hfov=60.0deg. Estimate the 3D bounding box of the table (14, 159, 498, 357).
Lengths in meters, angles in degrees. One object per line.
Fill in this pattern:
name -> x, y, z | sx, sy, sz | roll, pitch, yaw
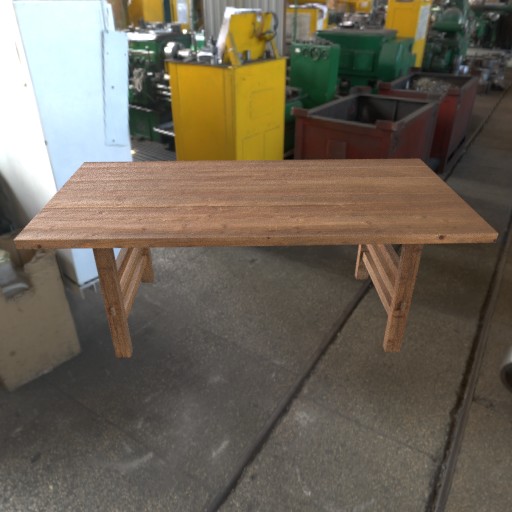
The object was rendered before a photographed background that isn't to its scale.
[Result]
table -> 0.000, 0.000, 2.432 | 2.003, 0.760, 0.952 | -1, 31, -1
